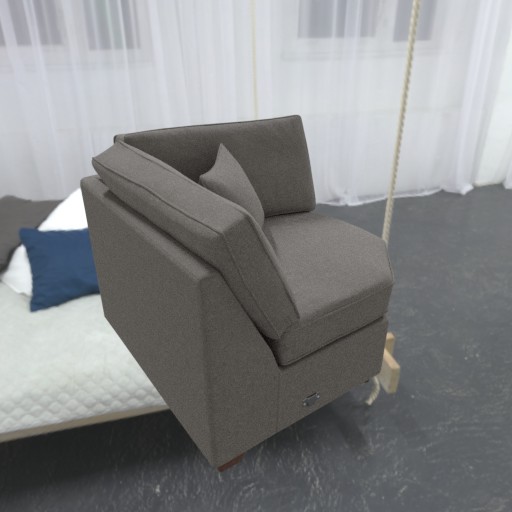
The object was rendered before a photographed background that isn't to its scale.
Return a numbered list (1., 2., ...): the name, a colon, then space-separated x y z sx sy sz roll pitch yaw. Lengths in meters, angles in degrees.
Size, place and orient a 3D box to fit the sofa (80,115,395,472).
1. sofa: 0.000 0.000 1.818 1.042 0.951 1.050 -17 31 -30
